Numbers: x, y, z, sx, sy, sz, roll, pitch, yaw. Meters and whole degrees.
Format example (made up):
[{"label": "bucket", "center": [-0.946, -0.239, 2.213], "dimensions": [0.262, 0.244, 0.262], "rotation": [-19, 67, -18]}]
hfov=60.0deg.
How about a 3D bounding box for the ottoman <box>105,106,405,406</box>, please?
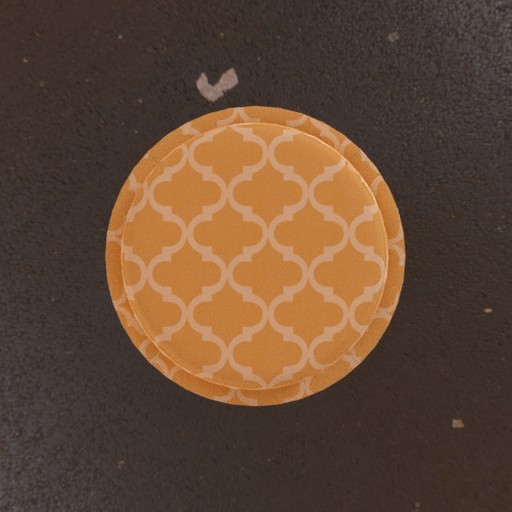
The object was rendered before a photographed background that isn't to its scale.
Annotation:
[{"label": "ottoman", "center": [0.000, 0.000, 0.837], "dimensions": [0.480, 0.429, 0.480], "rotation": [0, 90, 1]}]
